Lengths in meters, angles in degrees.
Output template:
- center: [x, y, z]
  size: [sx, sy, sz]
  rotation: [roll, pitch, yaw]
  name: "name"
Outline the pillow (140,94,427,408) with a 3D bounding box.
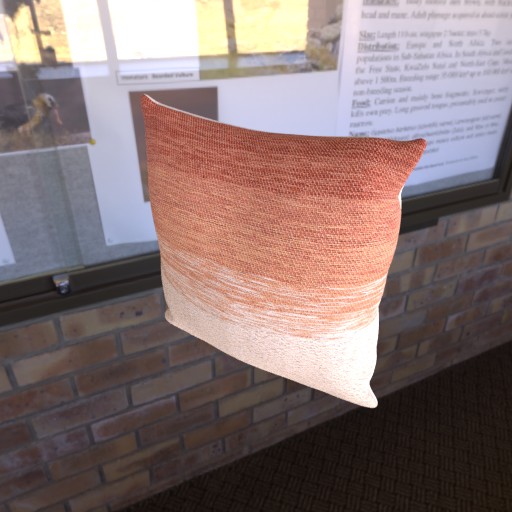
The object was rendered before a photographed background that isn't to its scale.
- center: [0.000, 0.000, 0.687]
  size: [0.440, 0.441, 0.182]
  rotation: [18, 34, 27]
  name: "pillow"
